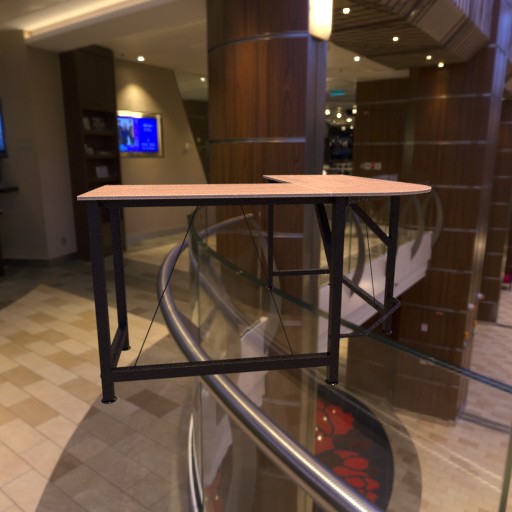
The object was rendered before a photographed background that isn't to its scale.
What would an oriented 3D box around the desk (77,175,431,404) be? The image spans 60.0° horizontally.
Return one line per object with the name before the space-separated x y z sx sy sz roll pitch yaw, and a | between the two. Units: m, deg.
desk | 0.000 0.000 2.305 1.400 0.762 1.400 -2 13 -9
